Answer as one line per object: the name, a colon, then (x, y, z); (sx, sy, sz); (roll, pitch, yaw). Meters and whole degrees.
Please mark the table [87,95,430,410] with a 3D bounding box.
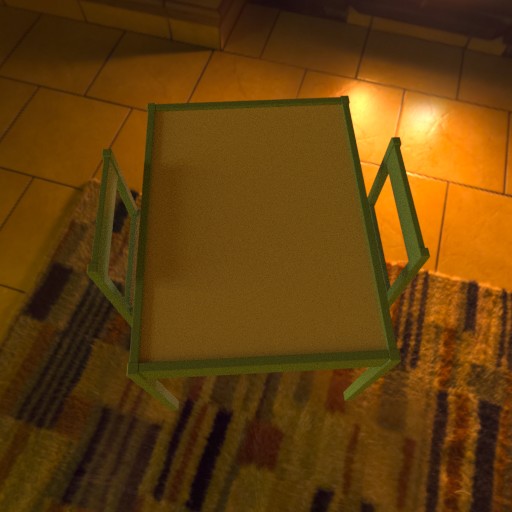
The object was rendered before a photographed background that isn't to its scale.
table: (0.000, 0.000, 1.097); (0.633, 0.503, 0.639); (-3, 64, -1)
